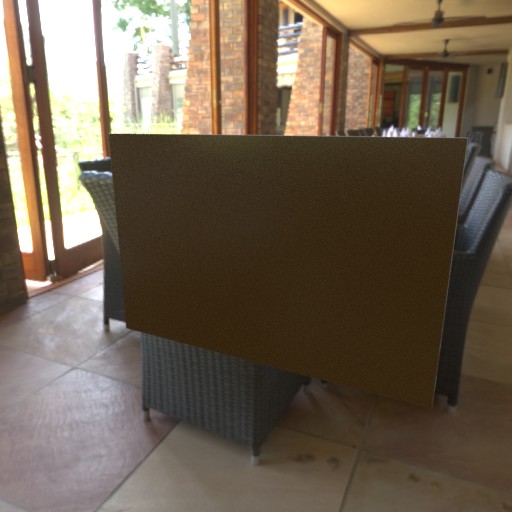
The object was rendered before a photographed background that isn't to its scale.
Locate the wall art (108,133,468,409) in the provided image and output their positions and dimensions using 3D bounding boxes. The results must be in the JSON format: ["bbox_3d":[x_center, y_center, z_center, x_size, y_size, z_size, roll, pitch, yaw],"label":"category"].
[{"bbox_3d":[0.000,0.000,1.159,0.932,0.610,0.027,8,19,26],"label":"wall art"}]
